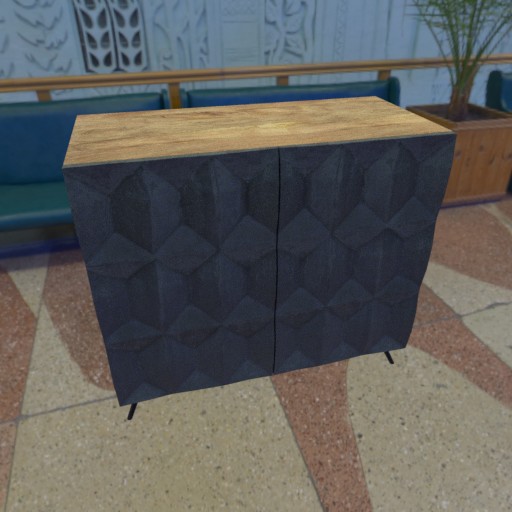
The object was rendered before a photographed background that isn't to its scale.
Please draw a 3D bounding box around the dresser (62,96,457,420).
[{"bbox_3d":[0.000,0.000,1.432,0.967,0.847,0.446,-8,33,-13],"label":"dresser"}]
